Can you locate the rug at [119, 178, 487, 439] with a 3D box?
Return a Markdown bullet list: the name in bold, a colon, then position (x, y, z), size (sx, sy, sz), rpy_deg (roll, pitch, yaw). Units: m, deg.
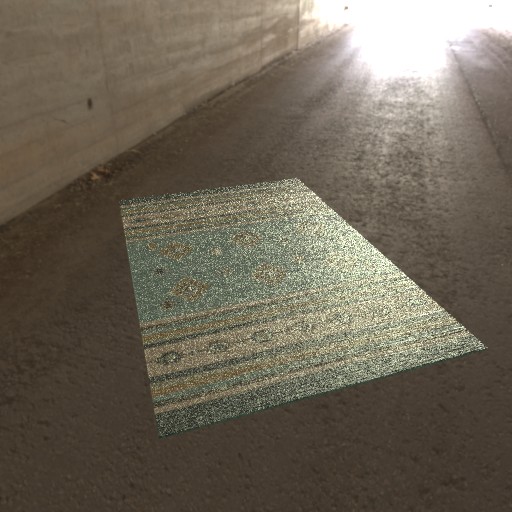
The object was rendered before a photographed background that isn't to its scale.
- **rug**: position (0.000, 0.000, 2.220), size (1.212, 0.010, 1.811), rpy_deg (-10, 33, -16)
